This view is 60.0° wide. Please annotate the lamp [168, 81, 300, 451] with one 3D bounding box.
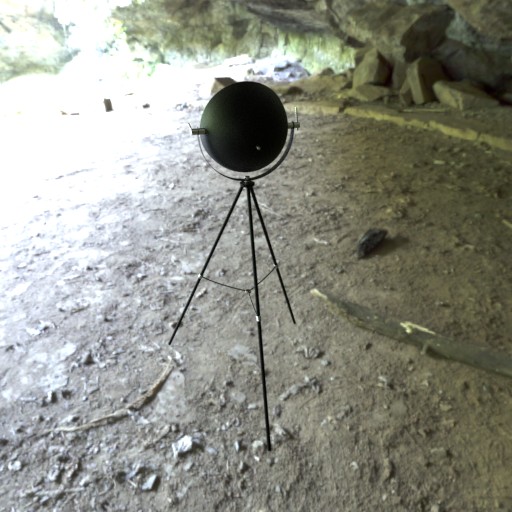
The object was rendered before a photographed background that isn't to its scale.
[{"bbox_3d":[0.000,0.000,2.069,0.817,1.512,0.920,-9,28,-16],"label":"lamp"}]
